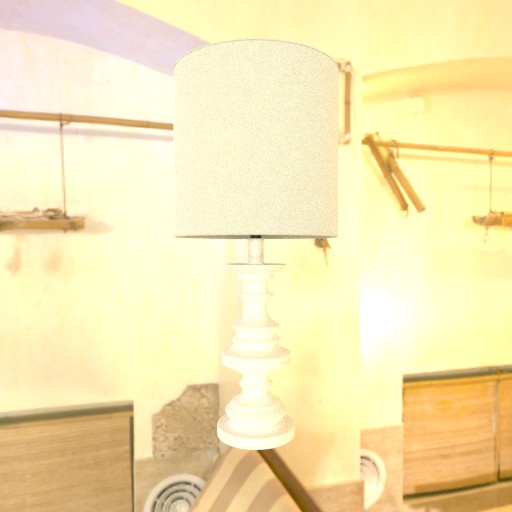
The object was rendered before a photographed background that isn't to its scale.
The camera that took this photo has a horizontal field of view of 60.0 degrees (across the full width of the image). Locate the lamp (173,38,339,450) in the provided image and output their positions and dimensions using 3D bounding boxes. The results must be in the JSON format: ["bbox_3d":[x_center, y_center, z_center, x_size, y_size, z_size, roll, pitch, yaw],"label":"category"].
[{"bbox_3d":[0.000,0.000,0.568,0.208,0.455,0.208,0,1,-18],"label":"lamp"}]
